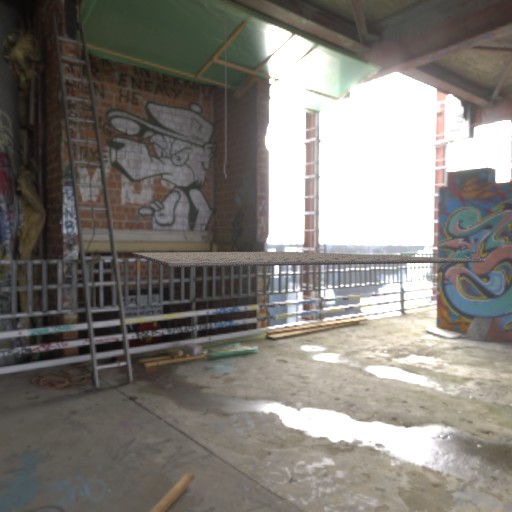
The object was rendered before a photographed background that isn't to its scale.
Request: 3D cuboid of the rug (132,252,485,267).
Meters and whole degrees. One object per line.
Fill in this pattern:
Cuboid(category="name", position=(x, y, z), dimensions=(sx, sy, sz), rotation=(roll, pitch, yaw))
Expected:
Cuboid(category="rug", position=(0.000, 0.000, 3.059), dimensions=(1.524, 0.015, 2.438), rotation=(0, 2, -19))
